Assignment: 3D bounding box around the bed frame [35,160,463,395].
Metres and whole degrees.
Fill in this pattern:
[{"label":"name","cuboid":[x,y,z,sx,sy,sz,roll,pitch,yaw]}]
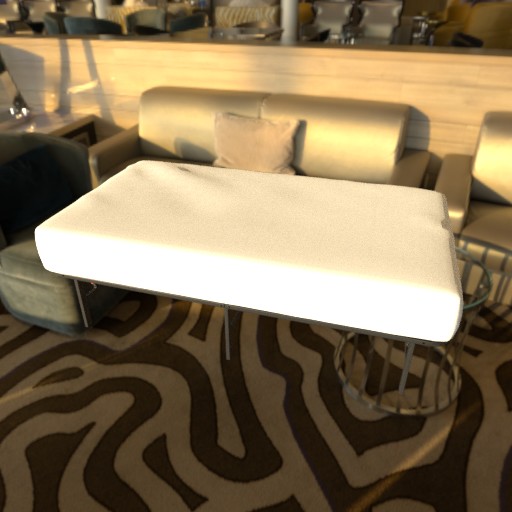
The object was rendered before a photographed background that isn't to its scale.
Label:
[{"label":"bed frame","cuboid":[0.000,0.000,2.379,1.908,0.640,1.025,9,32,14]}]
